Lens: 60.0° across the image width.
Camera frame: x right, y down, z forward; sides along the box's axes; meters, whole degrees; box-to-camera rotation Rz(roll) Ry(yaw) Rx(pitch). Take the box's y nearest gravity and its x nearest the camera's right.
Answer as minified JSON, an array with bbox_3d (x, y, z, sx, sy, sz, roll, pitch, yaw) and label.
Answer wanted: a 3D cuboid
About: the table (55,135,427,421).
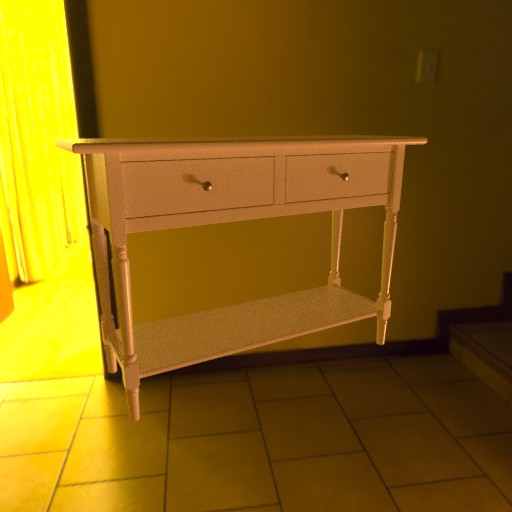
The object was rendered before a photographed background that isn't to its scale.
[{"bbox_3d":[0.000,0.000,1.581,1.191,0.814,0.386,-9,19,-28],"label":"table"}]
